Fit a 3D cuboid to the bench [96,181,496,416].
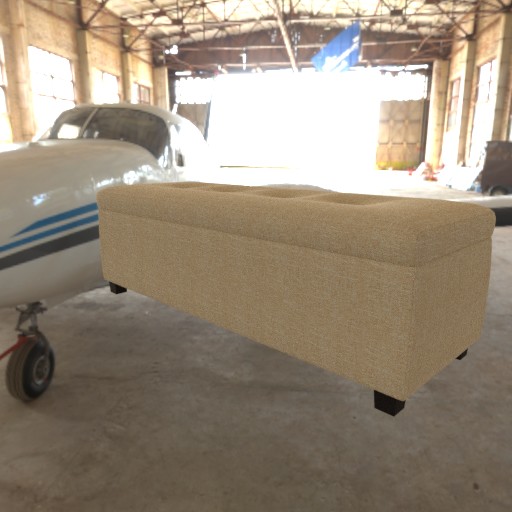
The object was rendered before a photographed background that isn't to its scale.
[{"bbox_3d":[0.000,0.000,1.371,1.219,0.406,0.432,13,18,43],"label":"bench"}]
